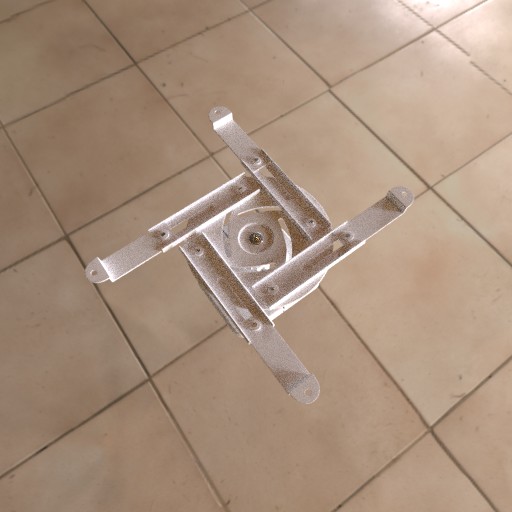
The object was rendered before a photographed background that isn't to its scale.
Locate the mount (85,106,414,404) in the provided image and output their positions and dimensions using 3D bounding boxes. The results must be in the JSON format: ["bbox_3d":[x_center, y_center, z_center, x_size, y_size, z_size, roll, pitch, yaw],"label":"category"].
[{"bbox_3d":[0.000,0.000,0.611,0.394,0.141,0.394,-34,69,-14],"label":"mount"}]
